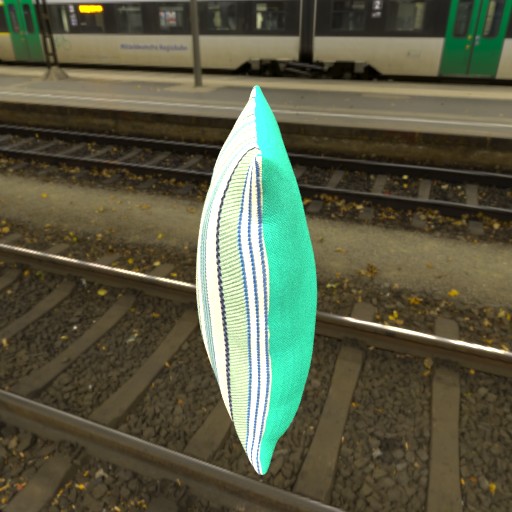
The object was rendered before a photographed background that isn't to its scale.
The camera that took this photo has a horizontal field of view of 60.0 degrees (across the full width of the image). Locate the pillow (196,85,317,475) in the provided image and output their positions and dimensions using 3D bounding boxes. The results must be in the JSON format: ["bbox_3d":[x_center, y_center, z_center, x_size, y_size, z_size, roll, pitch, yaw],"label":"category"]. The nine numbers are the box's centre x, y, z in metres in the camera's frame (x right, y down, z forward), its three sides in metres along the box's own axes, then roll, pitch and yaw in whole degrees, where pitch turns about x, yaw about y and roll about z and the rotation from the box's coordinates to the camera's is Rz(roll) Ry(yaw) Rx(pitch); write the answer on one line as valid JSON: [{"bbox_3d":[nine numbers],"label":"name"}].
[{"bbox_3d":[0.000,0.000,0.677,0.182,0.441,0.440,0,28,0],"label":"pillow"}]
